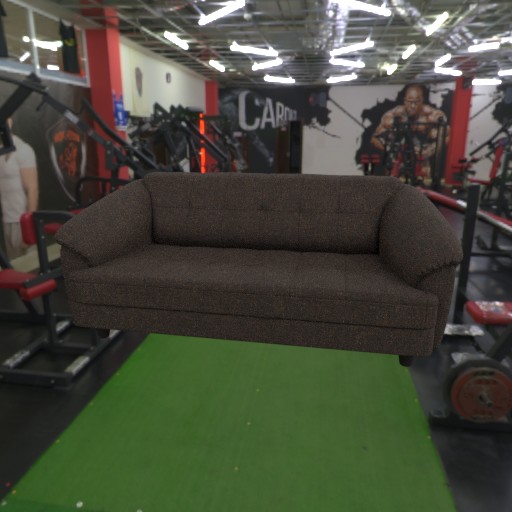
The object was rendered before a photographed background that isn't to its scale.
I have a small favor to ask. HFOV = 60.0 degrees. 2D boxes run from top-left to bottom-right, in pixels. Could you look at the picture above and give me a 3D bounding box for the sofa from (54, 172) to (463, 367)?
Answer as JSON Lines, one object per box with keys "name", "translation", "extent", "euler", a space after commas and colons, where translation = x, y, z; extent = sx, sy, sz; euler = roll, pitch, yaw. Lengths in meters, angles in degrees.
{"name": "sofa", "translation": [0.000, 0.000, 2.317], "extent": [1.849, 0.790, 0.887], "euler": [3, 16, 11]}
